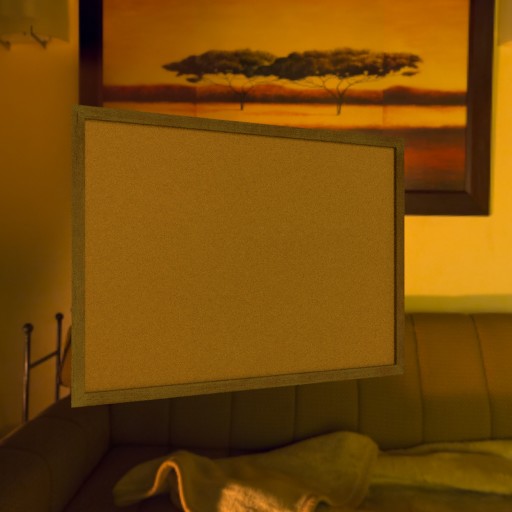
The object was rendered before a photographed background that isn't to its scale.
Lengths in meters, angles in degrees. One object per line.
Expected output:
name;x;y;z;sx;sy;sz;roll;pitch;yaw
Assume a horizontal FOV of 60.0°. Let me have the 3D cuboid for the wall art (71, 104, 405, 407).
wall art;0.000;0.000;1.721;1.320;1.009;0.070;0;0;-19
